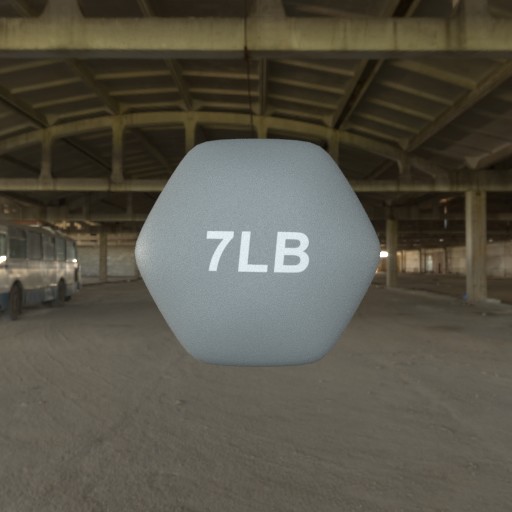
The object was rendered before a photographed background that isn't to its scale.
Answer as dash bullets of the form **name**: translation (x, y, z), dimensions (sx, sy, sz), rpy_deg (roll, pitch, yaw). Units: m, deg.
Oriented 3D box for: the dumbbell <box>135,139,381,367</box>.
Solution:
- **dumbbell**: translation (0.000, 0.000, 0.236), dimensions (0.090, 0.081, 0.184), rpy_deg (0, -1, 0)
